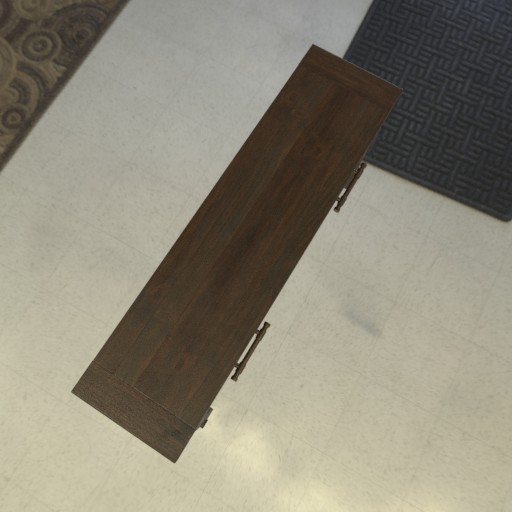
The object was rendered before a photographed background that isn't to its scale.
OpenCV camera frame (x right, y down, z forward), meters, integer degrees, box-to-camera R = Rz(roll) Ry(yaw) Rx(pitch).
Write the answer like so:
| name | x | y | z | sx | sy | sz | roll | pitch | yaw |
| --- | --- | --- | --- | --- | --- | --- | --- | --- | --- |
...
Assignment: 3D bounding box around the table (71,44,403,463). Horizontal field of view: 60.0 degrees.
| name | x | y | z | sx | sy | sz | roll | pitch | yaw |
| --- | --- | --- | --- | --- | --- | --- | --- | --- | --- |
| table | 0.000 | 0.000 | 1.964 | 0.442 | 0.762 | 1.599 | 31 | 77 | 8 |
